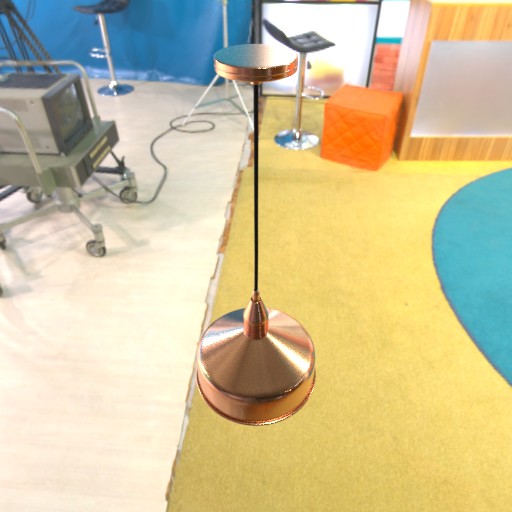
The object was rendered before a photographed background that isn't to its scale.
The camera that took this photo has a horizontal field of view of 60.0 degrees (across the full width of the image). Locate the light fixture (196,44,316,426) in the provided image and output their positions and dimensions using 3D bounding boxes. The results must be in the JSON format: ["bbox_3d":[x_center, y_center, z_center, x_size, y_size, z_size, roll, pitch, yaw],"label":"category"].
[{"bbox_3d":[0.000,0.000,0.881,0.301,0.754,0.301,-23,45,-26],"label":"light fixture"}]
